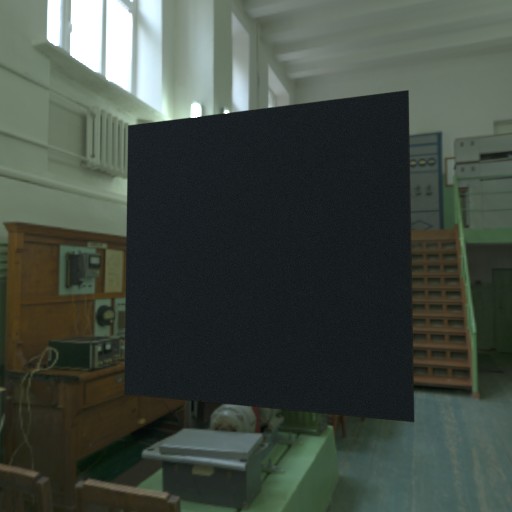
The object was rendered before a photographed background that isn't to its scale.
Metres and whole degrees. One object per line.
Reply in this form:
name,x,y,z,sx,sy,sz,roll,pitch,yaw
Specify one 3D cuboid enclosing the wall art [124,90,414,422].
wall art,0.000,0.000,1.152,0.762,0.762,0.038,-1,-3,18
